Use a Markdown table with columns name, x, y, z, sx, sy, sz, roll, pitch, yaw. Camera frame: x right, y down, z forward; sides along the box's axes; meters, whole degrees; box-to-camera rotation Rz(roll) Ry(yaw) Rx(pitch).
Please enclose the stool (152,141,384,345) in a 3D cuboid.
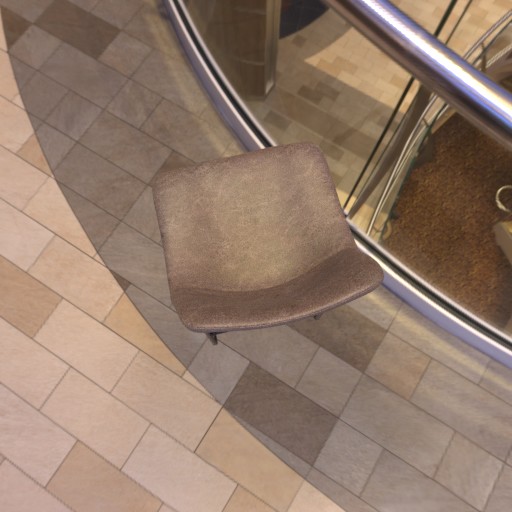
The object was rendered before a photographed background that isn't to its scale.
| name | x | y | z | sx | sy | sz | roll | pitch | yaw |
| --- | --- | --- | --- | --- | --- | --- | --- | --- | --- |
| stool | 0.000 | 0.000 | 1.408 | 0.514 | 1.082 | 0.561 | -13 | 75 | -4 |
